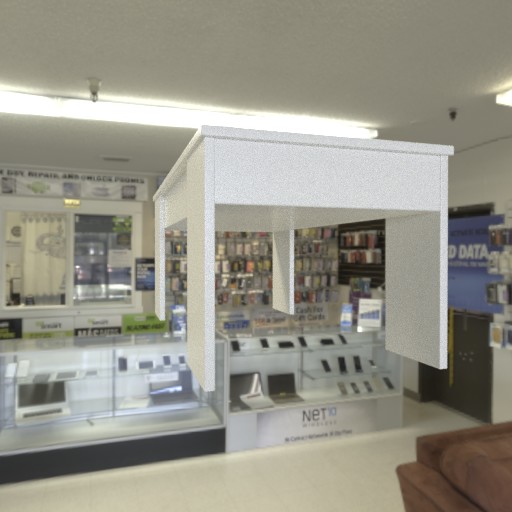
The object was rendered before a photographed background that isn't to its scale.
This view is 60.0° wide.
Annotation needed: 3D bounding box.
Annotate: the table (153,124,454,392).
[{"bbox_3d":[0.000,0.000,1.273,0.500,0.440,1.000,0,1,-17],"label":"table"}]
